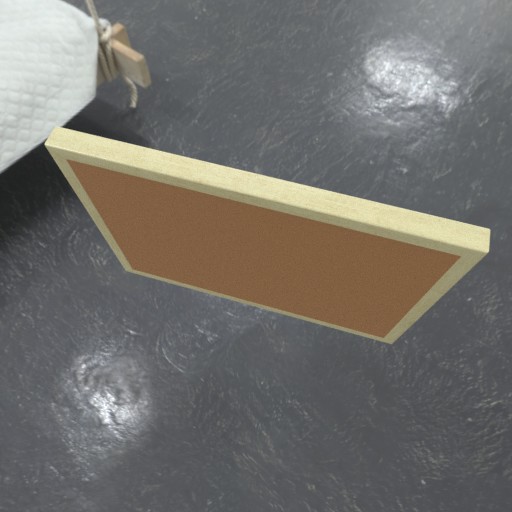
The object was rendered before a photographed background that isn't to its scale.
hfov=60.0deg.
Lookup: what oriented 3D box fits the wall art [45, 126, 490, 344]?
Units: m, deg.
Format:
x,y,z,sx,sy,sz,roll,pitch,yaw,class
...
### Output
x,y,z,sx,sy,sz,roll,pitch,yaw,class
0.000,0.000,0.689,0.533,0.381,0.032,15,65,7,wall art
